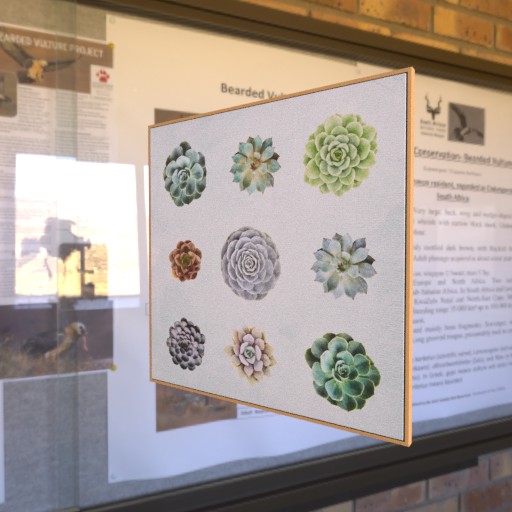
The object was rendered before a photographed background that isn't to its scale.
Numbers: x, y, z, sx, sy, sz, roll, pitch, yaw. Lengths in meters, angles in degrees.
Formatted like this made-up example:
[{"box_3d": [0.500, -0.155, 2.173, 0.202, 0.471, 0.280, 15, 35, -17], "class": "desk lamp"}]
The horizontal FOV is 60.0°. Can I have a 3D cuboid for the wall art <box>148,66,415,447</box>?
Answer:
[{"box_3d": [0.000, 0.000, 0.664, 0.457, 0.455, 0.013, 1, 2, 35], "class": "wall art"}]
